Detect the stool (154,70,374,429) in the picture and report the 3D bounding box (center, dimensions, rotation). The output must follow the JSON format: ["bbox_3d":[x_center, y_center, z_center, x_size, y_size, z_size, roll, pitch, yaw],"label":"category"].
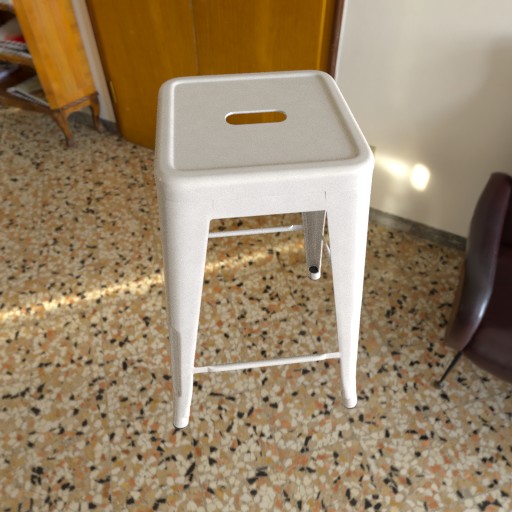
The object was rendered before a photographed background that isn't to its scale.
[{"bbox_3d":[0.000,0.000,0.877,0.406,0.610,0.406,-5,47,-5],"label":"stool"}]
